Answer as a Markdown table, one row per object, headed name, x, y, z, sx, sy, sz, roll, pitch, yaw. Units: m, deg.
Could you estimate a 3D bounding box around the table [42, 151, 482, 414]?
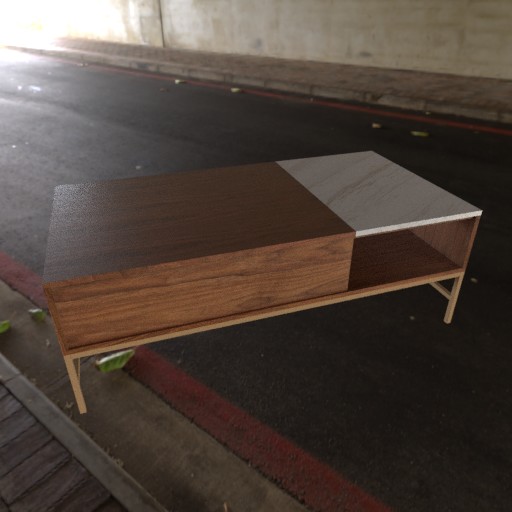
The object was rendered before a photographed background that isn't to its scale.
| name | x | y | z | sx | sy | sz | roll | pitch | yaw |
| --- | --- | --- | --- | --- | --- | --- | --- | --- | --- |
| table | 0.000 | 0.000 | 1.937 | 1.553 | 0.551 | 0.789 | -10 | 32 | -16 |
